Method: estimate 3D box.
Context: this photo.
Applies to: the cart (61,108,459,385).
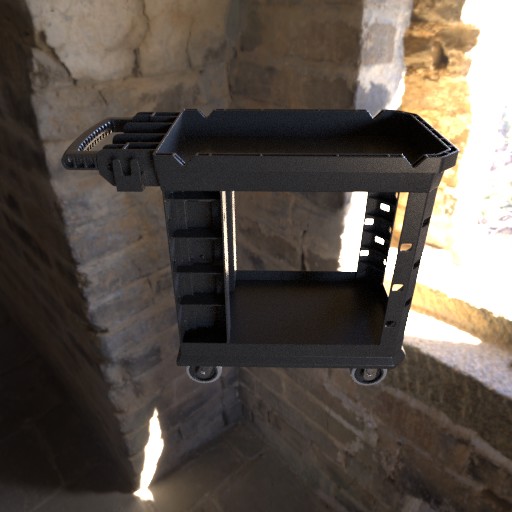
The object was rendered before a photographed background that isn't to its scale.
[{"bbox_3d":[0.000,0.000,1.544,1.061,0.884,0.497,1,31,1],"label":"cart"}]
